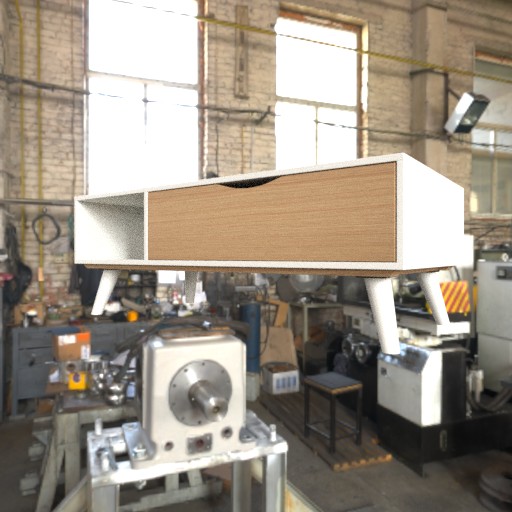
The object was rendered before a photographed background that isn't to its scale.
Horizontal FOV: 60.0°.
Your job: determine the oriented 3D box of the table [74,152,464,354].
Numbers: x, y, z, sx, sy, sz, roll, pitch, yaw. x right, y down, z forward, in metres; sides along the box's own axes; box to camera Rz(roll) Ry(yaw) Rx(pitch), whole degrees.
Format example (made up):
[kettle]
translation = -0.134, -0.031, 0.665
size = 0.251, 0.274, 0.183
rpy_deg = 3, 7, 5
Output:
[table]
translation = 0.000, 0.000, 1.515
size = 1.194, 0.432, 0.609
rpy_deg = 0, 0, 36
